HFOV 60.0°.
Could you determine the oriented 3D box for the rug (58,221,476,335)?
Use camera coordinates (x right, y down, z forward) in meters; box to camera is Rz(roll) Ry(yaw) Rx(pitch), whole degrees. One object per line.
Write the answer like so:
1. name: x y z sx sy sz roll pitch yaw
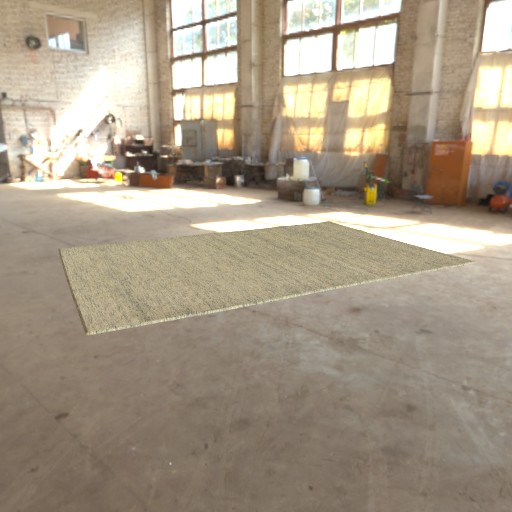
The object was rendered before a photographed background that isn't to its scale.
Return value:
1. rug: 0.000 0.000 2.335 1.846 0.014 1.243 -8 17 -26
